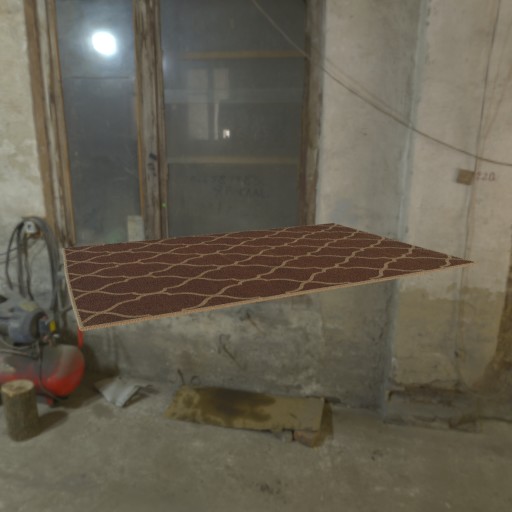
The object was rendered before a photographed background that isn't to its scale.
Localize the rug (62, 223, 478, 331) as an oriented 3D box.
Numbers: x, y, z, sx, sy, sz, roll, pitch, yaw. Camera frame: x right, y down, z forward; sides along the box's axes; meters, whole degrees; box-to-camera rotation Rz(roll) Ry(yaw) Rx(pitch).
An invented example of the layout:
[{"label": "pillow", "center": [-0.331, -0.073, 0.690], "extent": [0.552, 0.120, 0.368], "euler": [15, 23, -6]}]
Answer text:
[{"label": "rug", "center": [0.000, 0.000, 2.890], "extent": [2.294, 0.014, 1.528], "euler": [-7, 16, -25]}]
